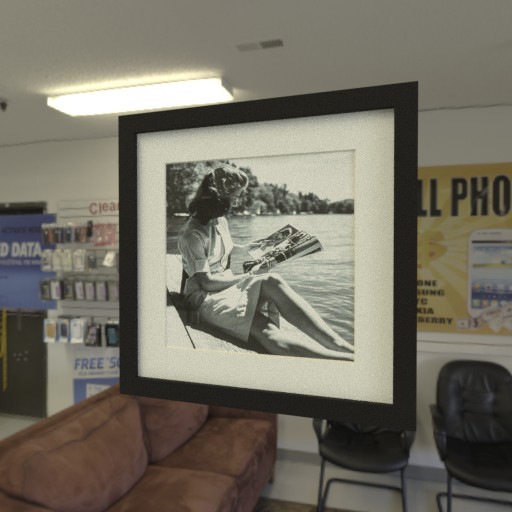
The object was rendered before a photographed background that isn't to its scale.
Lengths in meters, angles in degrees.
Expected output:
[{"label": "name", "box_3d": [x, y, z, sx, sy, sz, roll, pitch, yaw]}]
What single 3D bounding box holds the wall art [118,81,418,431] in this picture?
[{"label": "wall art", "box_3d": [0.000, 0.000, 0.450, 0.308, 0.305, 0.030, 0, 1, 19]}]
